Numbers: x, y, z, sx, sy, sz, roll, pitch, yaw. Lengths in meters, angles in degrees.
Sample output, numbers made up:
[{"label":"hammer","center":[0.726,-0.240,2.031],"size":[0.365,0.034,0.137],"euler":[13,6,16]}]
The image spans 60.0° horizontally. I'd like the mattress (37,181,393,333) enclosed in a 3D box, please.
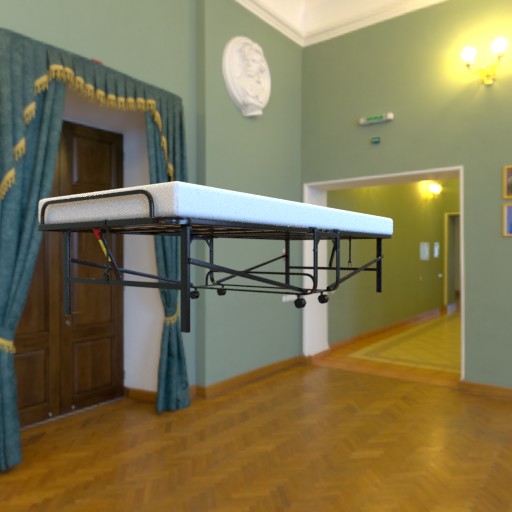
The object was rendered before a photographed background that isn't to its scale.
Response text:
[{"label":"mattress","center":[0.000,0.000,2.546],"size":[0.922,0.519,2.153],"euler":[0,1,36]}]
